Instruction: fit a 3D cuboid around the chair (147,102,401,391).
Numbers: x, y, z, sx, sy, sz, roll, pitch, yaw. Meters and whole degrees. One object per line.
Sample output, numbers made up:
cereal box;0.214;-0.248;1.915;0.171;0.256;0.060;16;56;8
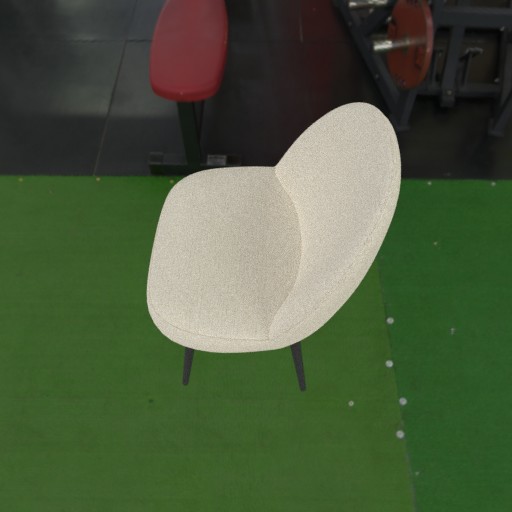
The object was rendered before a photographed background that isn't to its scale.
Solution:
chair;0.000;0.000;1.166;0.540;0.838;0.532;2;59;1
